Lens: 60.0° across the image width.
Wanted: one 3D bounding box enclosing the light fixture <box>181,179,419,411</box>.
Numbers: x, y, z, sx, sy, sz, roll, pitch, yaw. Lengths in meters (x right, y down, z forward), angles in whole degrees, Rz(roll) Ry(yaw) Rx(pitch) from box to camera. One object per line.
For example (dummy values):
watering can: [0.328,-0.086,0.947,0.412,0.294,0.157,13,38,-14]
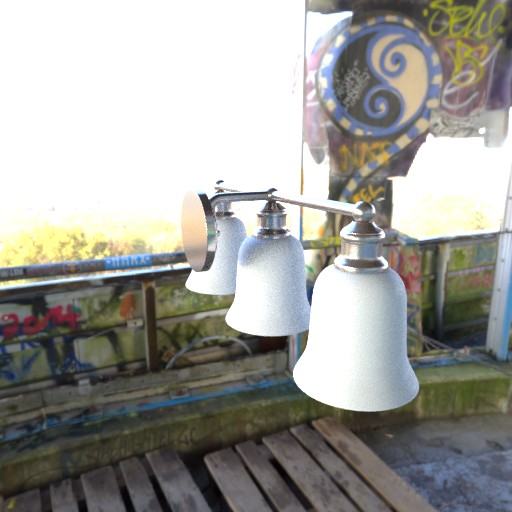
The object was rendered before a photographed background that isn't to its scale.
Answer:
light fixture: [0.000,0.000,0.677,0.198,0.211,0.570,-6,15,-25]
